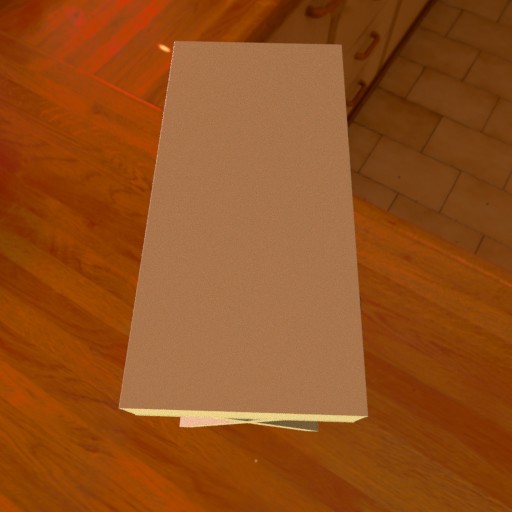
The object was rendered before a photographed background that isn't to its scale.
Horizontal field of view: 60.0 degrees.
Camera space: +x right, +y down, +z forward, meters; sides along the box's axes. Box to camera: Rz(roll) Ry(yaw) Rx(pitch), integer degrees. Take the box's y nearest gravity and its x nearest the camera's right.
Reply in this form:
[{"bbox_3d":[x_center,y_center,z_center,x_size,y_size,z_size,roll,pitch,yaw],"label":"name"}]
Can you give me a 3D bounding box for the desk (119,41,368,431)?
[{"bbox_3d":[0.000,0.000,1.470,0.525,0.780,1.057,2,65,1],"label":"desk"}]
